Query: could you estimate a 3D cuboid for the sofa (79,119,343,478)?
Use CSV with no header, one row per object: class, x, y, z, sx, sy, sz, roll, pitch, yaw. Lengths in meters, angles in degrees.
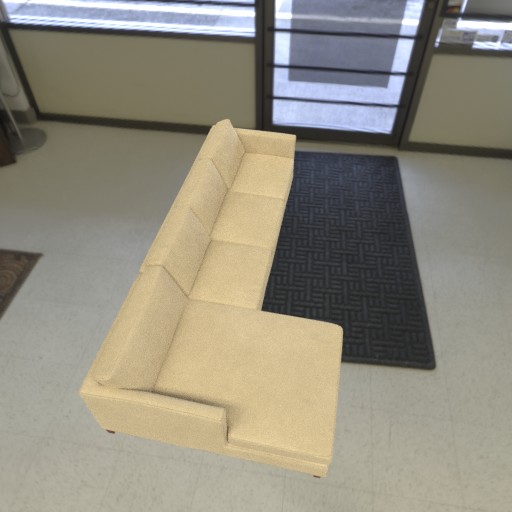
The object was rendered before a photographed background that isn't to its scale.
sofa,0.000,0.000,3.870,1.625,0.846,3.186,9,48,8
